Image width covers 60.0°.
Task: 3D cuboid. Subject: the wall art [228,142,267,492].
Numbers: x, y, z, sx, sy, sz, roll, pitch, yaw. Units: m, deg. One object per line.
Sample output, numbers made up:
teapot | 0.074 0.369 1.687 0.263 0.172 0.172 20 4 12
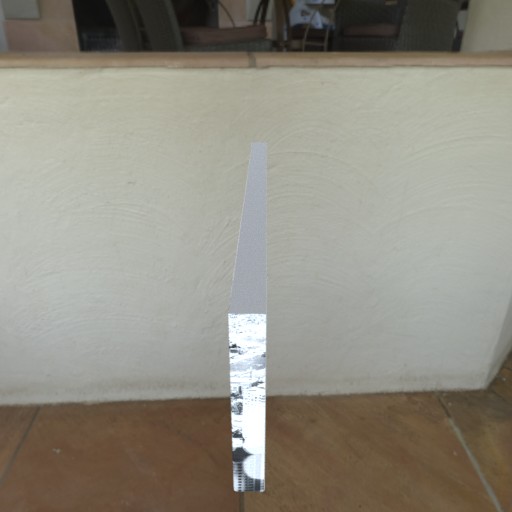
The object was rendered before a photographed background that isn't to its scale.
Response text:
wall art | 0.000 0.000 0.819 0.038 0.255 0.763 1 26 1
